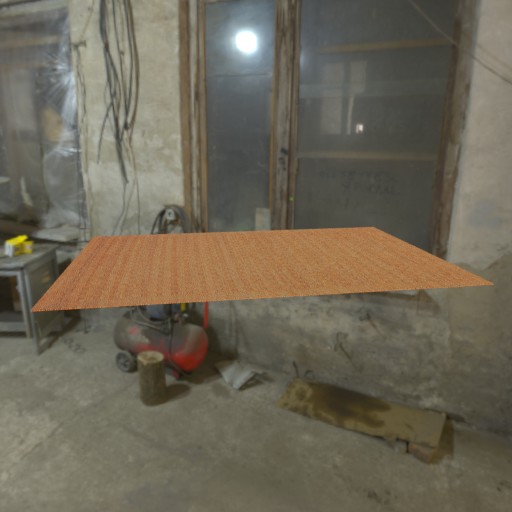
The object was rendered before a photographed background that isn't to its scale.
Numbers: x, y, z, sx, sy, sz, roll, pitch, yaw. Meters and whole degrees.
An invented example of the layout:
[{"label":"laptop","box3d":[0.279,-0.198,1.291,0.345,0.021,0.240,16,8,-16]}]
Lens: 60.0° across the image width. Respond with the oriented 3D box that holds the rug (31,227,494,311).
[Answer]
[{"label":"rug","box3d":[0.000,0.000,2.878,2.285,0.006,1.524,-2,15,-9]}]
